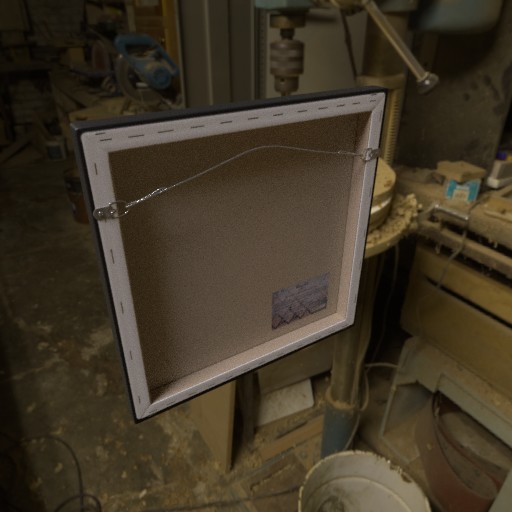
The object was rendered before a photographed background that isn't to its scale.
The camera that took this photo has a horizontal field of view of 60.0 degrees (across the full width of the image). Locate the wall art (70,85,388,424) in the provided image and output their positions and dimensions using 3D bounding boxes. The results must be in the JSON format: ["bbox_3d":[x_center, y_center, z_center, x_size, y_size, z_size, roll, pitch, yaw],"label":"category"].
[{"bbox_3d":[0.000,0.000,0.916,0.610,0.611,0.043,-17,34,-27],"label":"wall art"}]
